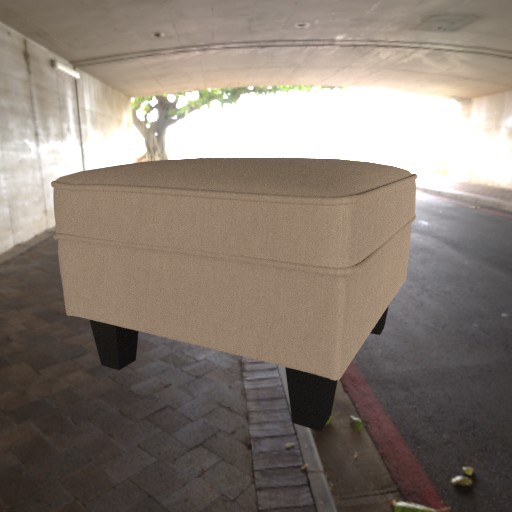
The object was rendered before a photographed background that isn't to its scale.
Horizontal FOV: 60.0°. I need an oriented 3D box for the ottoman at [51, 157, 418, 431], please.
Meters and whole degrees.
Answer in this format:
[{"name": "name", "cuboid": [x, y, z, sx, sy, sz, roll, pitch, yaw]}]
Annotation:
[{"name": "ottoman", "cuboid": [0.000, 0.000, 1.005, 0.613, 0.438, 0.616, 7, 15, 27]}]
